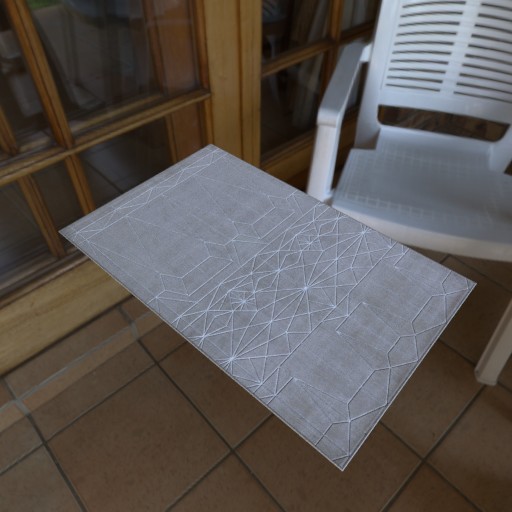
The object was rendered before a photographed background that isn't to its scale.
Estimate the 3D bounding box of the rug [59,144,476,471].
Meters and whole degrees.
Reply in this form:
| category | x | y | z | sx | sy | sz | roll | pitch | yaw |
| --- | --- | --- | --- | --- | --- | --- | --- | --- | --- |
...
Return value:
| category | x | y | z | sx | sy | sz | roll | pitch | yaw |
| --- | --- | --- | --- | --- | --- | --- | --- | --- | --- |
| rug | 0.000 | 0.000 | 3.014 | 2.438 | 0.012 | 1.524 | 33 | 55 | 27 |
